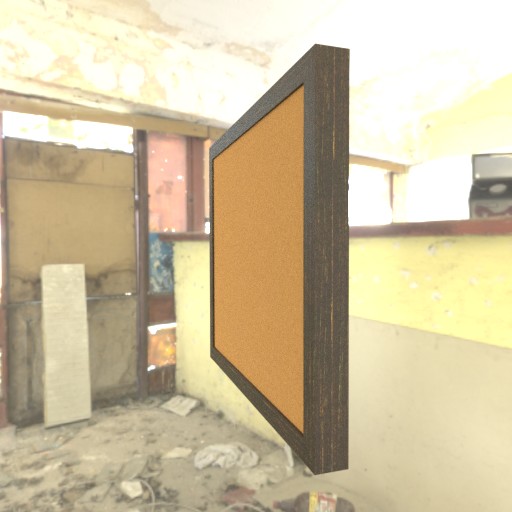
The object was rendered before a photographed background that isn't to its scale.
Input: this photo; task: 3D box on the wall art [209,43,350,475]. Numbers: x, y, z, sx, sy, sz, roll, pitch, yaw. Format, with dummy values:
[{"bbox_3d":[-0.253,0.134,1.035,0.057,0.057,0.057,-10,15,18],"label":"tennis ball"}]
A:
[{"bbox_3d":[0.000,0.000,0.525,0.031,0.330,0.381,0,1,-18],"label":"wall art"}]
